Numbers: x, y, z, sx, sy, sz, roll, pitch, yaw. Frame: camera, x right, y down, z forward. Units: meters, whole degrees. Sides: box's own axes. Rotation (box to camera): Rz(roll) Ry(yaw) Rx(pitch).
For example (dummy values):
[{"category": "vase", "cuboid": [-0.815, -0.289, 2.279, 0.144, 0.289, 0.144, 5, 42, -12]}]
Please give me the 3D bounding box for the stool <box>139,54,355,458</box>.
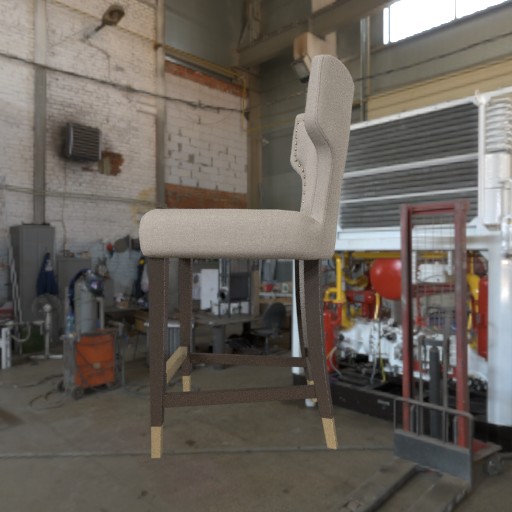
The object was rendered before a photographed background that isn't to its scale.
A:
[{"category": "stool", "cuboid": [0.000, 0.000, 1.313, 0.563, 0.982, 0.527, 0, 0, 0]}]
